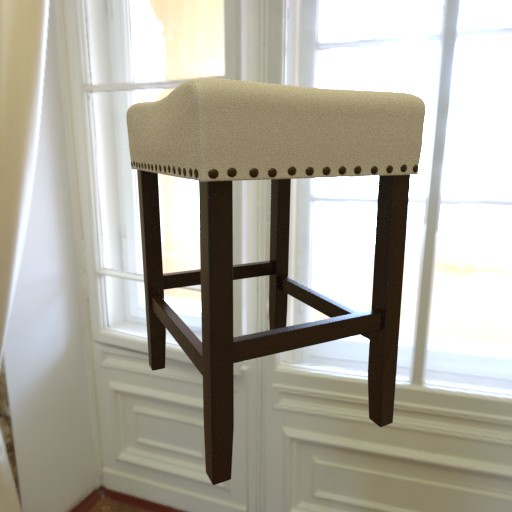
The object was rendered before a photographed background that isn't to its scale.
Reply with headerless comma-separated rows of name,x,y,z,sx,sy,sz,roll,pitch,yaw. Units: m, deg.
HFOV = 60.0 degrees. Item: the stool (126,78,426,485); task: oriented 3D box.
stool,0.000,0.000,0.904,0.401,0.609,0.471,-7,15,-26
